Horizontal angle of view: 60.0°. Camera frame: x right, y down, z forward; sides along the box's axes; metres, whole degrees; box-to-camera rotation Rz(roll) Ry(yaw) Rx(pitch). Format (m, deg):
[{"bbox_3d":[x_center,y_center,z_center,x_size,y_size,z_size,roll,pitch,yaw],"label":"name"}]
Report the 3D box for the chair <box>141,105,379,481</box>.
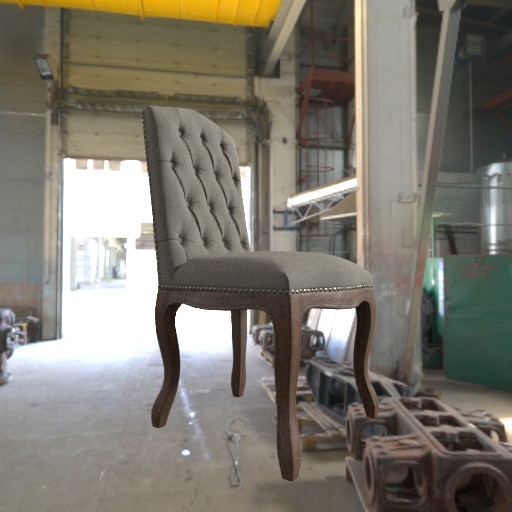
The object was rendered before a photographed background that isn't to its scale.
[{"bbox_3d":[0.000,0.000,1.606,0.731,1.191,0.637,-1,-2,35],"label":"chair"}]
